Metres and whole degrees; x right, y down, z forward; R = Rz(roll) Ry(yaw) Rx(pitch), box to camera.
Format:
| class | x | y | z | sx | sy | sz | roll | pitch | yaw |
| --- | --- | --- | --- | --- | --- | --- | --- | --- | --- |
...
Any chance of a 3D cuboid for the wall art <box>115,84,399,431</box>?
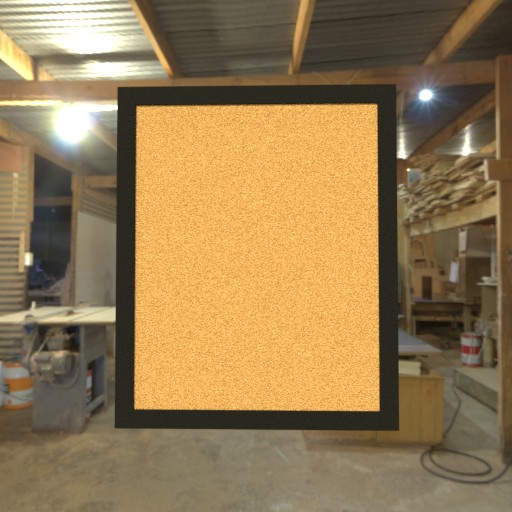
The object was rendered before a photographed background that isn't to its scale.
| class | x | y | z | sx | sy | sz | roll | pitch | yaw |
| --- | --- | --- | --- | --- | --- | --- | --- | --- | --- |
| wall art | 0.000 | 0.000 | 0.734 | 0.457 | 0.559 | 0.029 | 0 | -2 | 1 |
